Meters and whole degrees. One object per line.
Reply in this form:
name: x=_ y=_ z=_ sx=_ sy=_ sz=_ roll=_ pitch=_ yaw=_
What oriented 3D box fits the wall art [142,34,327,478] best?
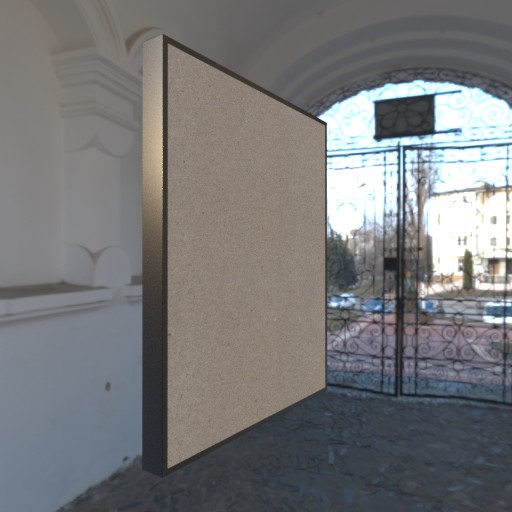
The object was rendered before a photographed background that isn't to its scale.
wall art: x=0.000 y=0.000 z=0.742 sx=0.038 sy=0.551 sz=0.448 roll=0 pitch=0 yaw=36
